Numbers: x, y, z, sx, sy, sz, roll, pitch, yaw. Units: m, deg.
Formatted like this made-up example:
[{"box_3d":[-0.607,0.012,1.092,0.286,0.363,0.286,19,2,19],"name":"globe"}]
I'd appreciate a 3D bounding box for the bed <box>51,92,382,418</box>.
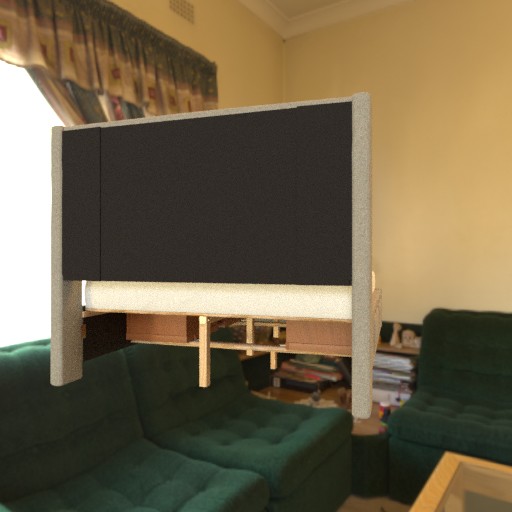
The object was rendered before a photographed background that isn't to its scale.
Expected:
[{"box_3d":[0.000,0.000,3.318,1.774,1.491,2.222,0,0,17],"name":"bed"}]
